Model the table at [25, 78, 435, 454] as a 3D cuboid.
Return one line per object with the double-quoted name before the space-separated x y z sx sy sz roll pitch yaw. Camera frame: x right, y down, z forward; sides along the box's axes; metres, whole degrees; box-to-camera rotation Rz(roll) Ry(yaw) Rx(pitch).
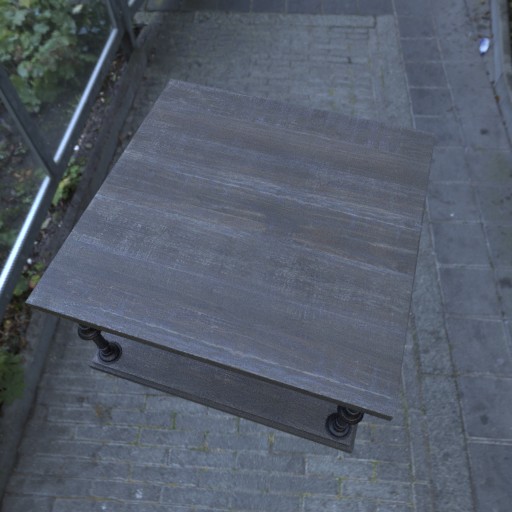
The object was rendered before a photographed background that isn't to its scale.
"table" 0.000 0.000 1.128 0.696 0.400 0.696 15 59 9
